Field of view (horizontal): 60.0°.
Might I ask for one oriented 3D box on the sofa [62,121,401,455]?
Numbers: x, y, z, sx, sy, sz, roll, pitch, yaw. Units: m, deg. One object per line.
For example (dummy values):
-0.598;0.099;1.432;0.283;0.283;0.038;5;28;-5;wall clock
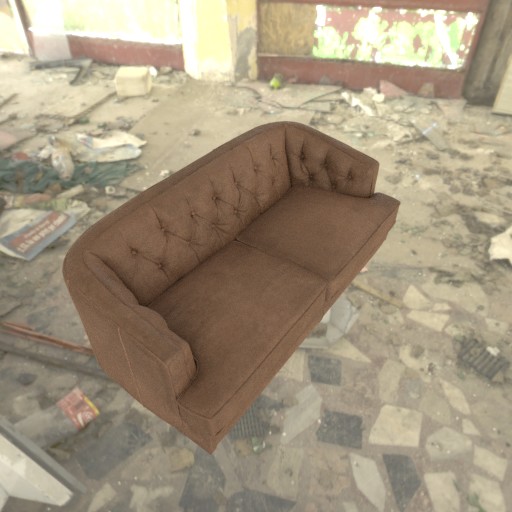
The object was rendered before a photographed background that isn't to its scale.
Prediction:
0.000;0.000;2.333;0.917;0.799;1.767;26;47;26;sofa
